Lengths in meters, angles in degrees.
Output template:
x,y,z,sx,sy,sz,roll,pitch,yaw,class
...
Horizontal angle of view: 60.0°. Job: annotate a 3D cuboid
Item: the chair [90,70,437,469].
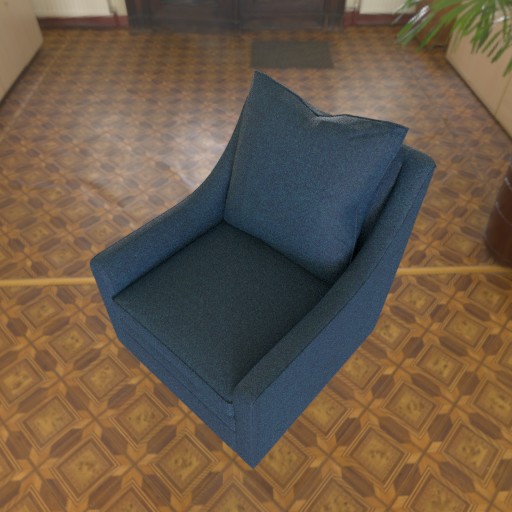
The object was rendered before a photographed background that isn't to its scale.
x,y,z,sx,sy,sz,roll,pitch,yaw,class
0.000,0.000,1.553,0.750,0.939,0.870,33,55,28,chair
